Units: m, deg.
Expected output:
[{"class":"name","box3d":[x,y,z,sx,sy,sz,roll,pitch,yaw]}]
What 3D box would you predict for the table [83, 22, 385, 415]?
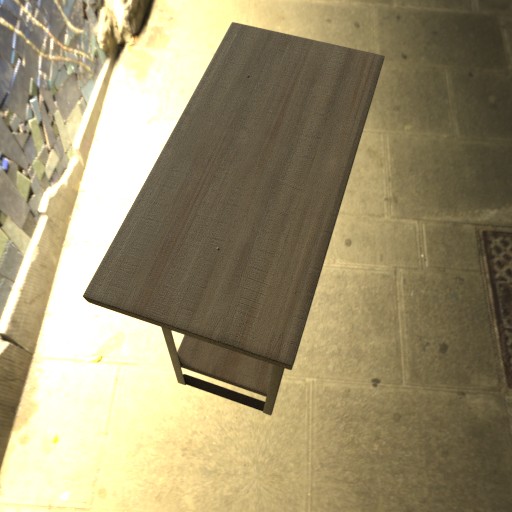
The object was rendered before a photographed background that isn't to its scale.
[{"class":"table","box3d":[0.000,0.000,1.021,0.300,0.701,0.599,17,65,8]}]
